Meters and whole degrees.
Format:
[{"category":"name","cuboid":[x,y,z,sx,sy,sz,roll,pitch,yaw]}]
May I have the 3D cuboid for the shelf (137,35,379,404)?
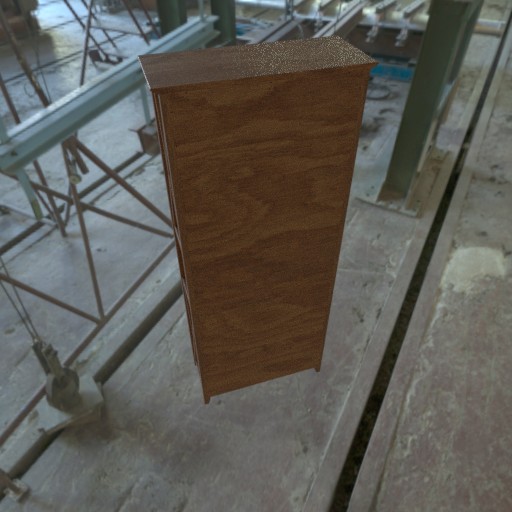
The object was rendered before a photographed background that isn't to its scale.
[{"category":"shelf","cuboid":[0.000,0.000,2.229,0.805,1.905,0.335,-12,43,-13]}]
